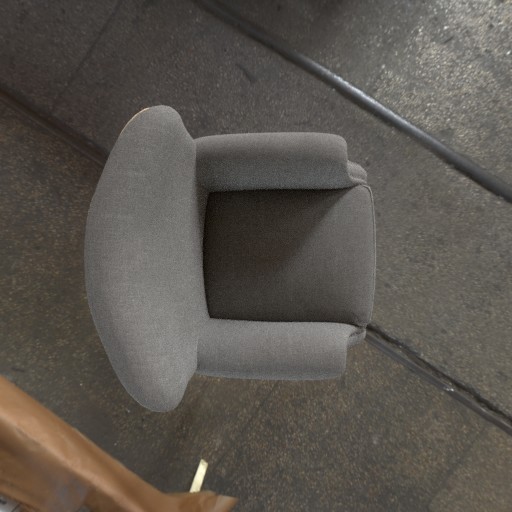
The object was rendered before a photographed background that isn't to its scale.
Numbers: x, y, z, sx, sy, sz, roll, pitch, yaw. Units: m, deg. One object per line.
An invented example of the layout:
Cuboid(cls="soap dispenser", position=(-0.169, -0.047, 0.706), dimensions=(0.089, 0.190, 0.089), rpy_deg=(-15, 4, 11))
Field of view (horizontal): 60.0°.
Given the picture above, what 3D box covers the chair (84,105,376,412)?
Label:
Cuboid(cls="chair", position=(0.000, 0.000, 1.643), dimensions=(0.921, 0.936, 0.861), rpy_deg=(0, 92, 2))
